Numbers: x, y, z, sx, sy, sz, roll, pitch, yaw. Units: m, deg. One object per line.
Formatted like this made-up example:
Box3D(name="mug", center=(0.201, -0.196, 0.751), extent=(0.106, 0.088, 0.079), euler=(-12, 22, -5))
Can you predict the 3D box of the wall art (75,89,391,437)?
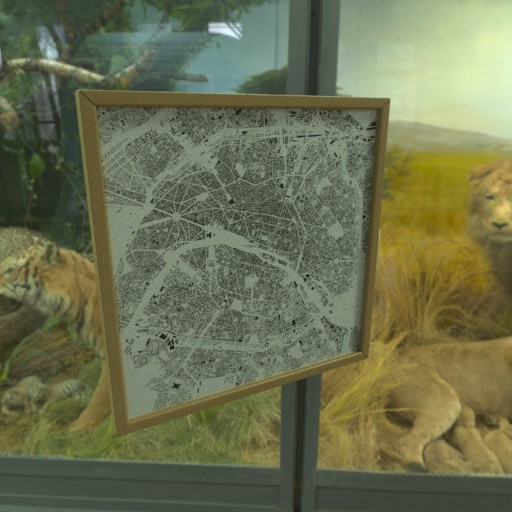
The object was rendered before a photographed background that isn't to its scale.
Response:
Box3D(name="wall art", center=(0.000, 0.000, 0.745), extent=(0.509, 0.509, 0.036), euler=(-9, 19, -26))
